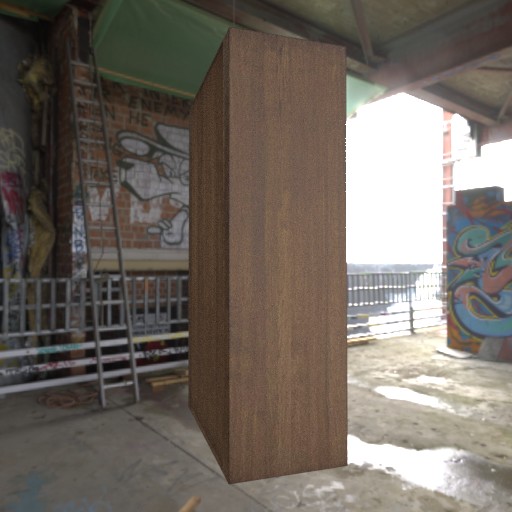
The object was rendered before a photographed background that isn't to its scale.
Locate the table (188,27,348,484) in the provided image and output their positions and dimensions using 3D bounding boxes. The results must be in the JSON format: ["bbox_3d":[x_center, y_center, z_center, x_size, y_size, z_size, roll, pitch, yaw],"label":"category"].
[{"bbox_3d":[0.000,0.000,2.550,0.600,2.000,1.100,0,-1,-18],"label":"table"}]
